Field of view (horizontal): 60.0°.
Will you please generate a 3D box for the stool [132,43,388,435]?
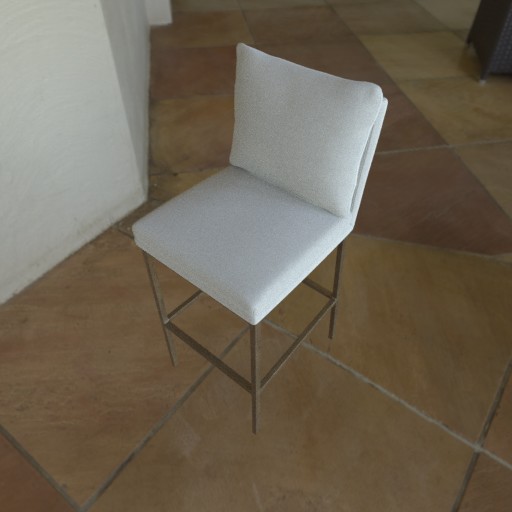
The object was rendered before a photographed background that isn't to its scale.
[{"bbox_3d":[0.000,0.000,1.434,0.463,1.125,0.572,31,53,26],"label":"stool"}]
